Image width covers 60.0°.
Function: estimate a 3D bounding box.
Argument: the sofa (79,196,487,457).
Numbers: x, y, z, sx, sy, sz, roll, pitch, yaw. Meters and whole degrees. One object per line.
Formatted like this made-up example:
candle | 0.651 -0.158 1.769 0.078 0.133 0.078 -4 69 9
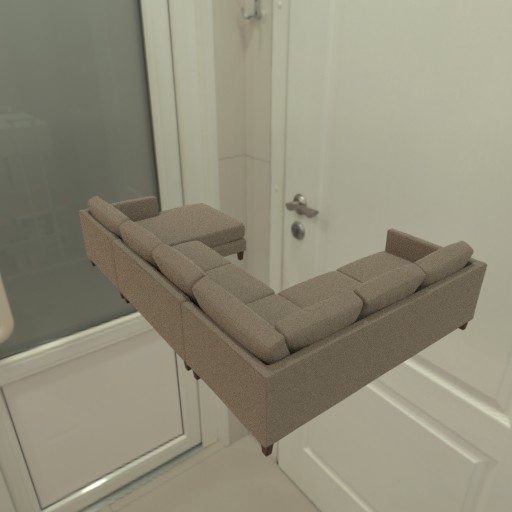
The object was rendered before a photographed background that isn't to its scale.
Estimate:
sofa | 0.000 0.000 4.494 2.424 0.865 3.438 -18 32 -32
